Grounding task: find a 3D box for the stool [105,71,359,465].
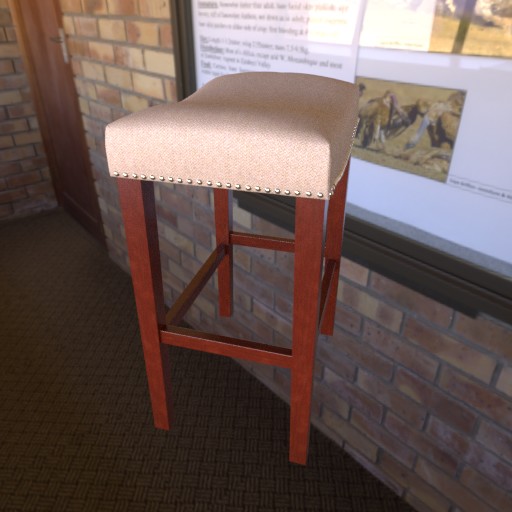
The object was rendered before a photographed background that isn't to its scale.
[{"bbox_3d":[0.000,0.000,1.029,0.372,0.742,0.504,8,31,14],"label":"stool"}]
